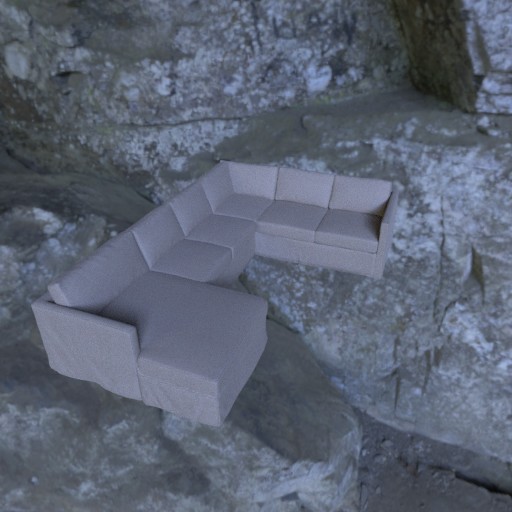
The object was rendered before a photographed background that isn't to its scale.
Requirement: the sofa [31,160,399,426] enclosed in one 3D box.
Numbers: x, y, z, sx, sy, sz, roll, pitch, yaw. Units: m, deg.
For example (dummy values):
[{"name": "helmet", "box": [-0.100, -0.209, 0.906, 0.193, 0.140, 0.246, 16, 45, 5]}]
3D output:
[{"name": "sofa", "box": [0.000, 0.000, 4.582, 2.476, 0.878, 3.528, 11, 33, 18]}]
